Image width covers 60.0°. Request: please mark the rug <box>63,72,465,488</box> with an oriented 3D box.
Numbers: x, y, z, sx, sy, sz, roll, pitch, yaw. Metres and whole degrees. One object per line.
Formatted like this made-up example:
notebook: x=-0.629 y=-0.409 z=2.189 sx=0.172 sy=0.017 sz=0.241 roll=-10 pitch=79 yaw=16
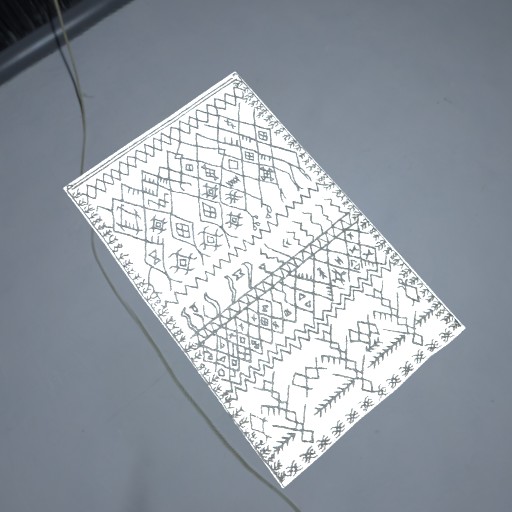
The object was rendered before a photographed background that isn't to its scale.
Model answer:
rug: x=0.000 y=0.000 z=2.990 sx=1.530 sy=0.012 sz=2.444 roll=-37 pitch=79 yaw=-9
